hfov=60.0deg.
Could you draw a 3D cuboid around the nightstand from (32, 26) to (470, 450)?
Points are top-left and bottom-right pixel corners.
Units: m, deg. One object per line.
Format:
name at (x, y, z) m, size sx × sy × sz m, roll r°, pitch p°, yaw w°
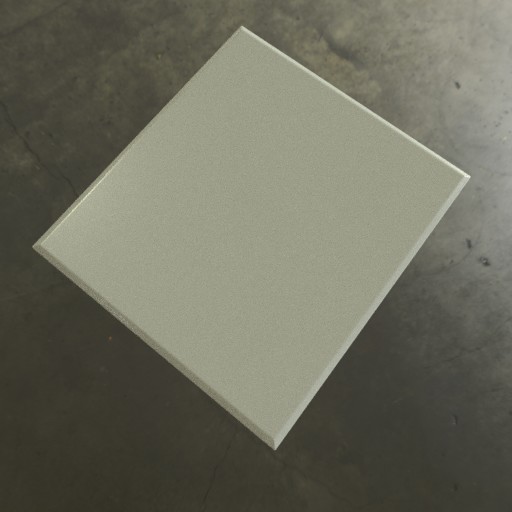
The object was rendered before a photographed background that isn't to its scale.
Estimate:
nightstand at (0.000, 0.000, 0.942) m, size 0.459 × 0.555 × 0.505 m, roll 37°, pitch 78°, yaw 9°
